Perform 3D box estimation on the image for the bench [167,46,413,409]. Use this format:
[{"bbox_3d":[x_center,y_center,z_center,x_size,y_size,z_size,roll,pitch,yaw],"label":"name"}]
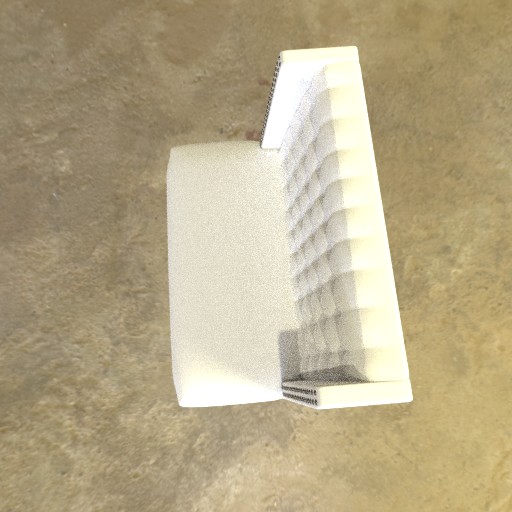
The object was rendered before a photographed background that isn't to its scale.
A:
[{"bbox_3d":[0.000,0.000,2.003,0.847,1.123,1.280,-4,75,-1],"label":"bench"}]
